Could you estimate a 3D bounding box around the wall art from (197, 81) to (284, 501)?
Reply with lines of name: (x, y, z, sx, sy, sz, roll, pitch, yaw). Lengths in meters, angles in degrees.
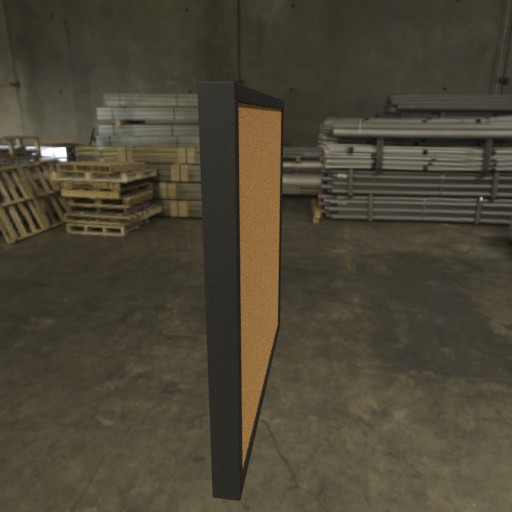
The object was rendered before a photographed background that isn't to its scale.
wall art: (0.000, 0.000, 0.740, 0.037, 0.508, 0.508, 3, 18, 8)
